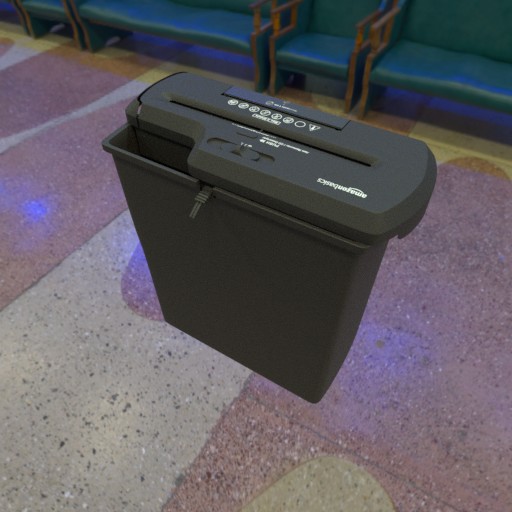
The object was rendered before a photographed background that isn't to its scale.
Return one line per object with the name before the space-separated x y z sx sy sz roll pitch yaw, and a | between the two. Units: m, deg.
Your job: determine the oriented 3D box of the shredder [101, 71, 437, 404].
shredder | 0.000 0.000 0.521 0.320 0.335 0.170 24 51 21
